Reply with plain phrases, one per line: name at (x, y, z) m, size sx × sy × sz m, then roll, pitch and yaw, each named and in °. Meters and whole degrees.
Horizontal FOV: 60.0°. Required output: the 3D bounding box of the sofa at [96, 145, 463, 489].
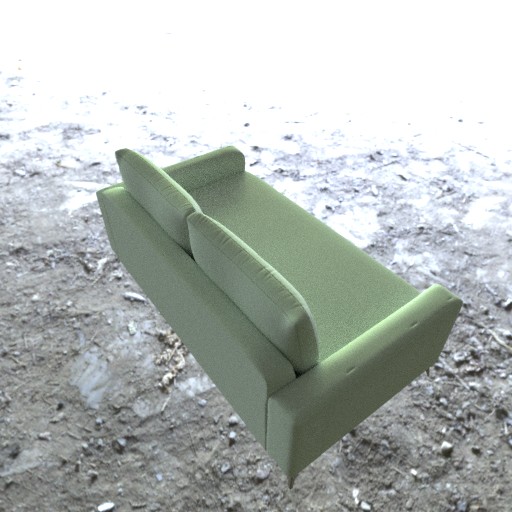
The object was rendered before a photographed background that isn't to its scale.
sofa at (0.000, 0.000, 2.134) m, size 0.920 × 0.790 × 1.650 m, roll -26°, pitch 48°, yaw -27°
